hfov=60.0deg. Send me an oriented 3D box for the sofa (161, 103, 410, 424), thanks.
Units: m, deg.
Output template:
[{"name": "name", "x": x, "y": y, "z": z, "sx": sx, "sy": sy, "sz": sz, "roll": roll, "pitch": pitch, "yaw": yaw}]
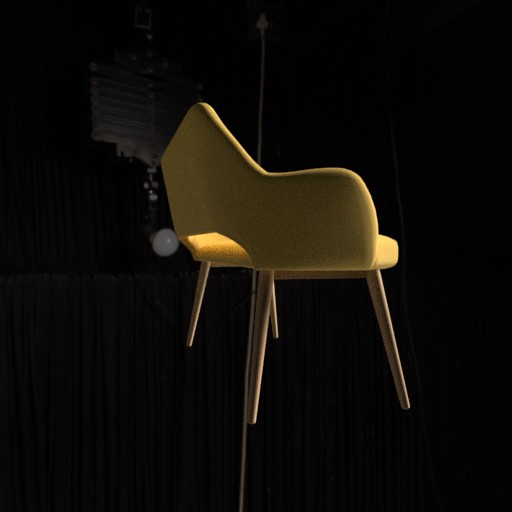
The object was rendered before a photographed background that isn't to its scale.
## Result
[{"name": "sofa", "x": 0.000, "y": 0.000, "z": 1.627, "sx": 0.610, "sy": 0.840, "sz": 1.150, "roll": 0, "pitch": 1, "yaw": -18}]
